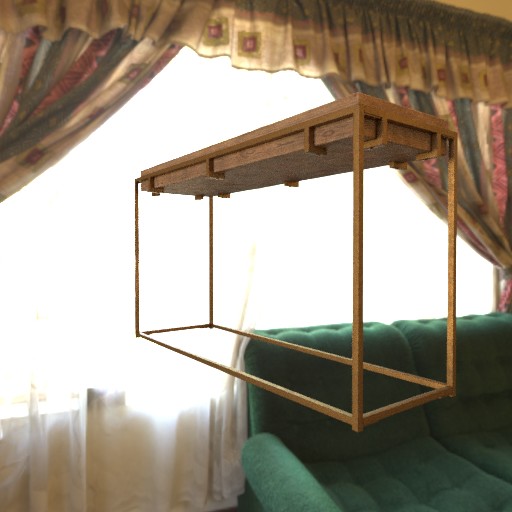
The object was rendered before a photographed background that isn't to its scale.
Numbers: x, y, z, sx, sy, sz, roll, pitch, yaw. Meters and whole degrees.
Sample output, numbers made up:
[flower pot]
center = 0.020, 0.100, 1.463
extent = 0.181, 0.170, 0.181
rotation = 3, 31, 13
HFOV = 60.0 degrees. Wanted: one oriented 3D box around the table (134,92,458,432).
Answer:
[table]
center = 0.000, 0.000, 1.743
extent = 0.440, 0.820, 1.400
rotation = -1, 1, -37
